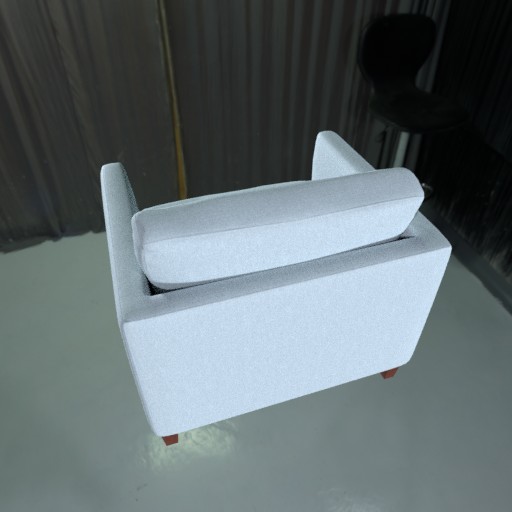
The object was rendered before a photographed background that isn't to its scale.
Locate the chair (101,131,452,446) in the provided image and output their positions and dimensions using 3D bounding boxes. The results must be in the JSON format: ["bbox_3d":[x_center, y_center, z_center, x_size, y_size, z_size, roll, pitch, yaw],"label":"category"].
[{"bbox_3d":[0.000,0.000,1.833,1.107,0.961,0.953,-12,42,-14],"label":"chair"}]
